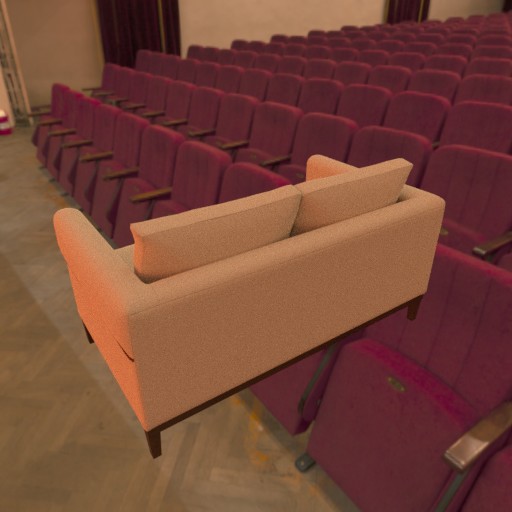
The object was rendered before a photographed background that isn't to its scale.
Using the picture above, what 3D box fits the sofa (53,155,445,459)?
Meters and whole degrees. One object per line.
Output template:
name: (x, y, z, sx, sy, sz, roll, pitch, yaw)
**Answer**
sofa: (0.000, 0.000, 2.135, 1.598, 0.873, 0.905, -18, 34, -30)
